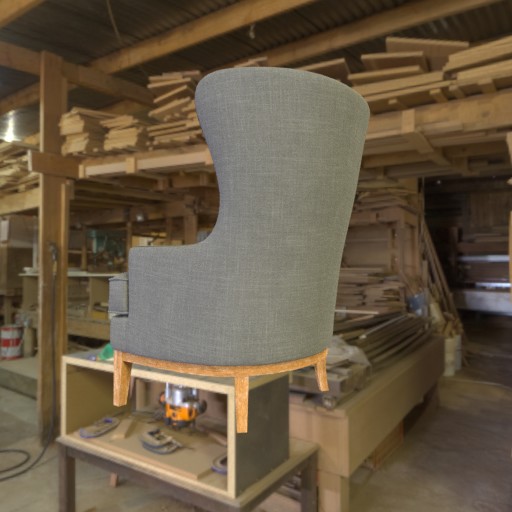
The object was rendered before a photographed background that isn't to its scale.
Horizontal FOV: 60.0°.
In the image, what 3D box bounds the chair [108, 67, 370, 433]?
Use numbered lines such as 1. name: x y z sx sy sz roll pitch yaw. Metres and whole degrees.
1. chair: 0.000 0.000 1.816 0.883 1.176 0.864 0 0 37
